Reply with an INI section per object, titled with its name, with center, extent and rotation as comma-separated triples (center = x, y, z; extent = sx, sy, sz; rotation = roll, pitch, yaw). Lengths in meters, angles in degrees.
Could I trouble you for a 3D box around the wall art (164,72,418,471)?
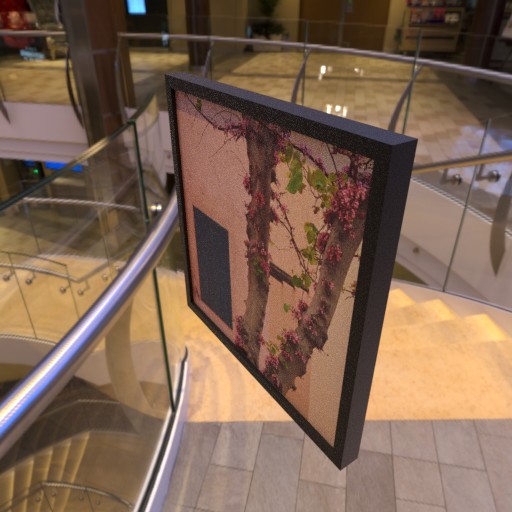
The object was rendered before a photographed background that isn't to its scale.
[wall art]
center = 0.000, 0.000, 0.739
extent = 0.038, 0.508, 0.508
rotation = -20, 36, -29
